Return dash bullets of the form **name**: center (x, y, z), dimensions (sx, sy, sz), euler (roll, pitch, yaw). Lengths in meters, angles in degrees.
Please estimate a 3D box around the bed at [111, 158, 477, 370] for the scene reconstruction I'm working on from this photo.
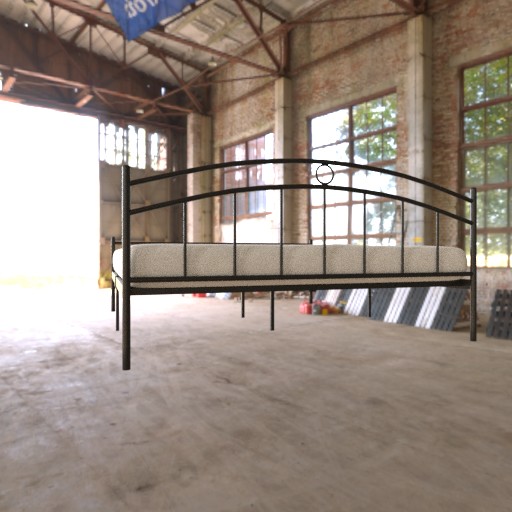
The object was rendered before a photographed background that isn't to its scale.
- **bed**: center (0.000, 0.000, 3.095), dimensions (1.880, 0.940, 2.040), euler (0, 0, -19)
